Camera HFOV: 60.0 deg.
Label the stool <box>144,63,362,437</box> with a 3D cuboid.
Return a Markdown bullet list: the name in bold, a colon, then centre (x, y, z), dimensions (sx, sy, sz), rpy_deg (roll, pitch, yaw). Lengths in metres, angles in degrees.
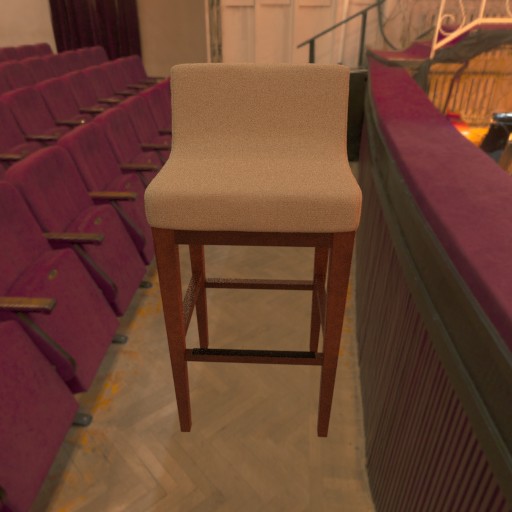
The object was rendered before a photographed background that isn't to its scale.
- **stool**: centre (0.000, 0.000, 1.337), dimensions (0.511, 1.037, 0.500), rpy_deg (1, 29, 2)
